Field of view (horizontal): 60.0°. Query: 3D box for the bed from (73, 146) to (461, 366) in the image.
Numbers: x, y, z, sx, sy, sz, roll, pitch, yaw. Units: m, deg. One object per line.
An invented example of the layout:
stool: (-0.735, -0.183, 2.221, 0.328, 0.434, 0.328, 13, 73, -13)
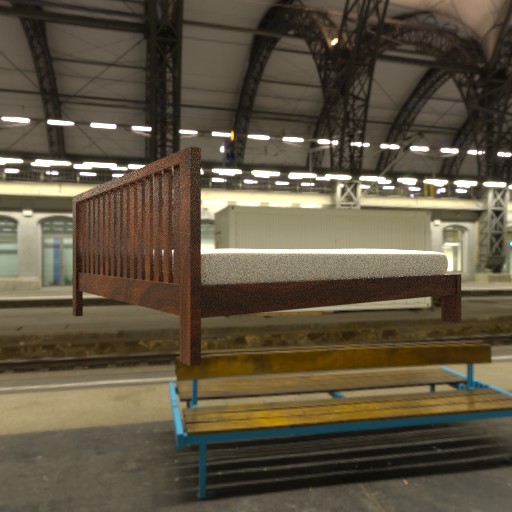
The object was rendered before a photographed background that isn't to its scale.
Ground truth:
bed: (0.000, 0.000, 3.158, 2.030, 0.890, 1.905, 0, 0, -36)
